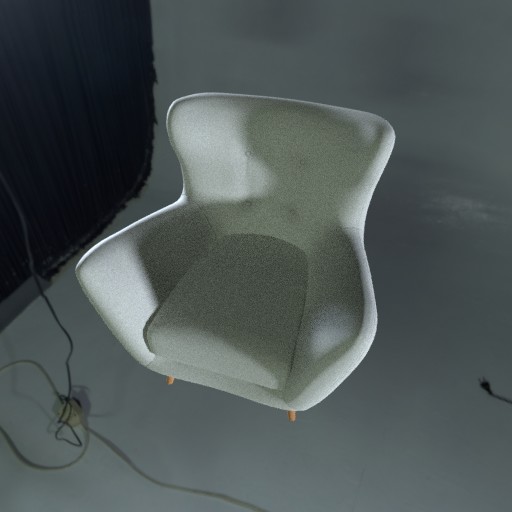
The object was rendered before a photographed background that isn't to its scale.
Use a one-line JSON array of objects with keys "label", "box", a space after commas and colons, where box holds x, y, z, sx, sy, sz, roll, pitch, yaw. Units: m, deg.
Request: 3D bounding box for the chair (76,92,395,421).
[{"label": "chair", "box": [0.000, 0.000, 1.615, 0.890, 0.889, 0.889, 12, 43, 13]}]
